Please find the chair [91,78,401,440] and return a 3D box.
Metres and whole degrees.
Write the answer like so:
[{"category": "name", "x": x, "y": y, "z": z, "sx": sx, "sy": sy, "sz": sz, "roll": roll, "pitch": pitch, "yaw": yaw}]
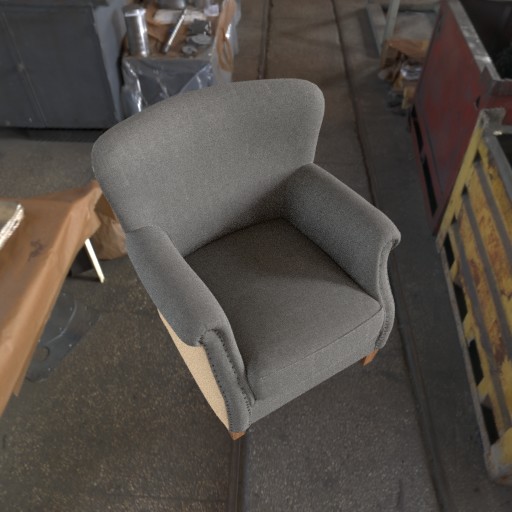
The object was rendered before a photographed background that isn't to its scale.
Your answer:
[{"category": "chair", "x": 0.000, "y": 0.000, "z": 1.648, "sx": 0.861, "sy": 0.936, "sz": 0.921, "roll": -24, "pitch": 52, "yaw": -20}]
